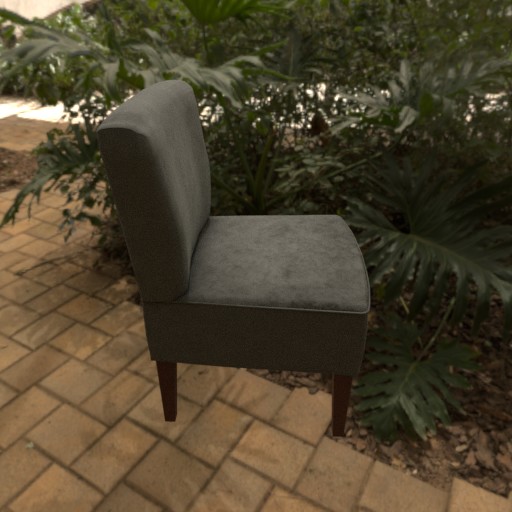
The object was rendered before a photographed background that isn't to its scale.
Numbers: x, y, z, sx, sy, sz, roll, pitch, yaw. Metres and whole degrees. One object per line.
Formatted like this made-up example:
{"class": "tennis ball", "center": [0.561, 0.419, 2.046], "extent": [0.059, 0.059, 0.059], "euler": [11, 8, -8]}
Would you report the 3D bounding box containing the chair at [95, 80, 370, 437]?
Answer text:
{"class": "chair", "center": [0.000, 0.000, 1.153], "extent": [0.554, 0.806, 0.521], "euler": [1, 30, 2]}
